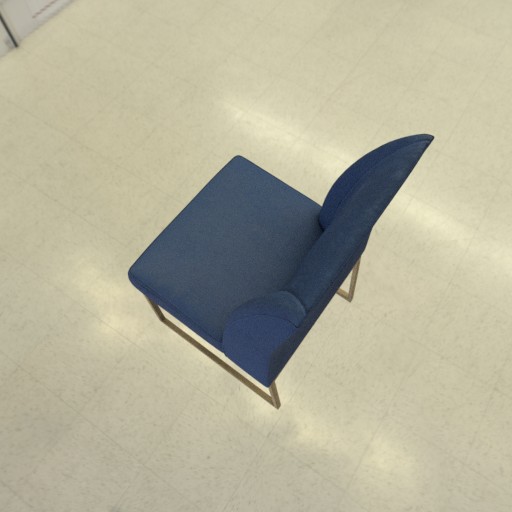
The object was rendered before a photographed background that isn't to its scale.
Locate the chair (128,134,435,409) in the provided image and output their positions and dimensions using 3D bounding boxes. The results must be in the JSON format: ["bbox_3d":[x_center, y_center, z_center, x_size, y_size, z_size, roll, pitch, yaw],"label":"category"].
[{"bbox_3d":[0.000,0.000,1.200,0.522,0.863,0.508,33,69,15],"label":"chair"}]
